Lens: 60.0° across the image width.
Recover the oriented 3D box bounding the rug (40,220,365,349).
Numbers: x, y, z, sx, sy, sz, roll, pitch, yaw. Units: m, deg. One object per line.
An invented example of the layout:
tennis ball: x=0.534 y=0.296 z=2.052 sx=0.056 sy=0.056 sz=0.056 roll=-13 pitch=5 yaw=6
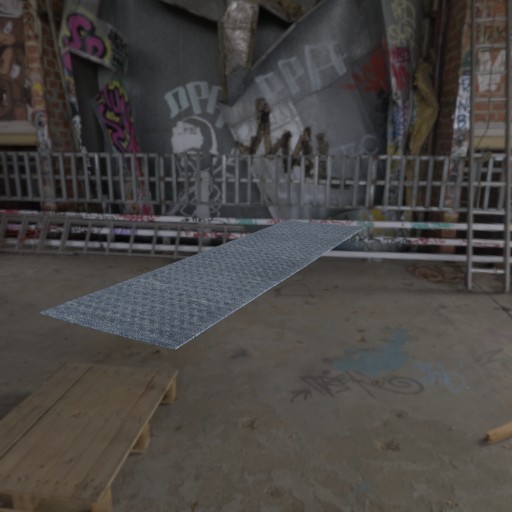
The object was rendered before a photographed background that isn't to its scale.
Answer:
rug: x=0.000 y=0.000 z=2.678 sx=0.688 sy=0.008 sz=2.443 roll=8 pitch=16 yaw=27
